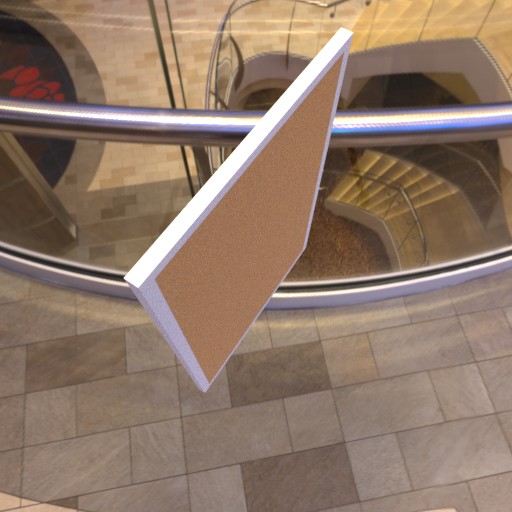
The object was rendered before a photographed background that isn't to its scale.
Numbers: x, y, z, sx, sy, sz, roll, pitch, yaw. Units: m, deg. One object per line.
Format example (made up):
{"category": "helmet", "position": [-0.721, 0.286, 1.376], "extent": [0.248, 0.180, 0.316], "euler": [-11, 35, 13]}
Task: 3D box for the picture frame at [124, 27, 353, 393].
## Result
{"category": "picture frame", "position": [0.000, 0.000, 0.550], "extent": [0.013, 0.434, 0.305], "euler": [31, 68, 14]}
